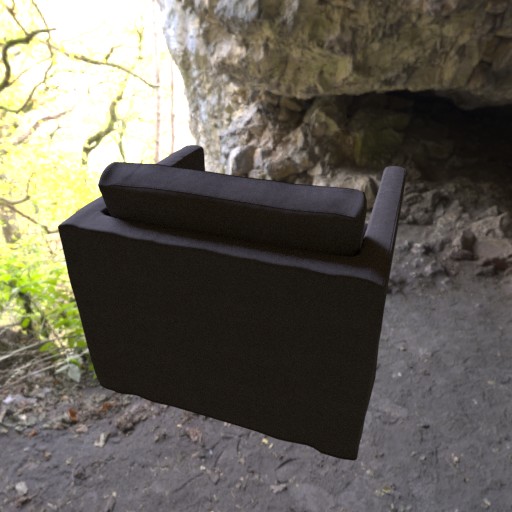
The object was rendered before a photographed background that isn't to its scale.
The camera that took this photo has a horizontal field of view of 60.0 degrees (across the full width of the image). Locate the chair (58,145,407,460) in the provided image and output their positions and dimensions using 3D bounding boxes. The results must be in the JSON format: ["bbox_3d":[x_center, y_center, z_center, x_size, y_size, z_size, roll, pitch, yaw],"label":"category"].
[{"bbox_3d":[0.000,0.000,1.761,1.057,0.863,0.949,10,32,17],"label":"chair"}]
